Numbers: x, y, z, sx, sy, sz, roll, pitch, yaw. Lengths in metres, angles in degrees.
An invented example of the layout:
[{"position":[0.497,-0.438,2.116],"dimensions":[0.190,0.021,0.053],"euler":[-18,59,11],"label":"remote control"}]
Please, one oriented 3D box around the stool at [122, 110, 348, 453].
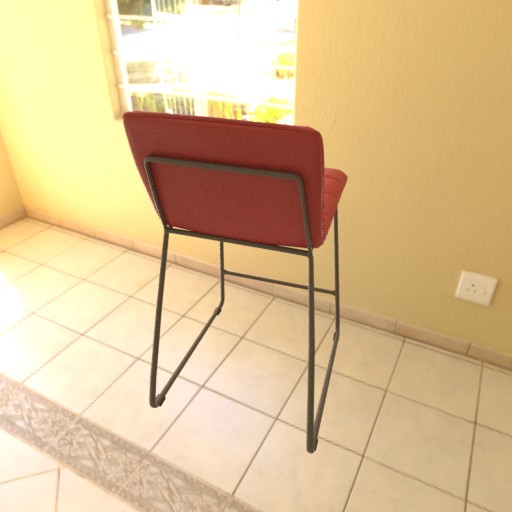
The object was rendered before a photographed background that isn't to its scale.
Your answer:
[{"position":[0.000,0.000,1.204],"dimensions":[0.489,0.866,0.524],"euler":[10,34,15],"label":"stool"}]
